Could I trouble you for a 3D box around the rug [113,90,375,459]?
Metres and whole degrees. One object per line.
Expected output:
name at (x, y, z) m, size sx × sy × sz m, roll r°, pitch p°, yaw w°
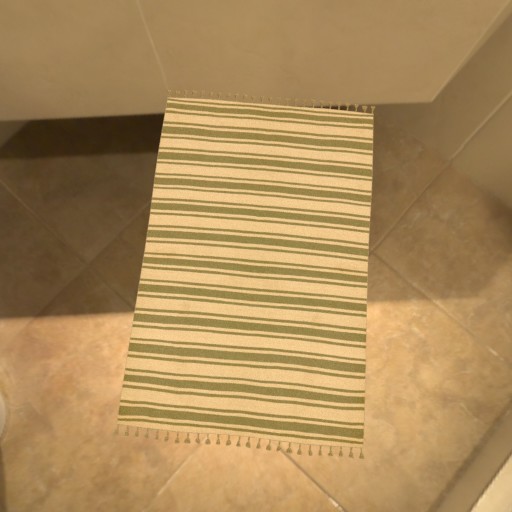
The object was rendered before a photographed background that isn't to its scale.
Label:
rug at (0.000, 0.000, 2.989) m, size 1.540 × 0.018 × 2.435 m, roll 5°, pitch 76°, yaw 1°
